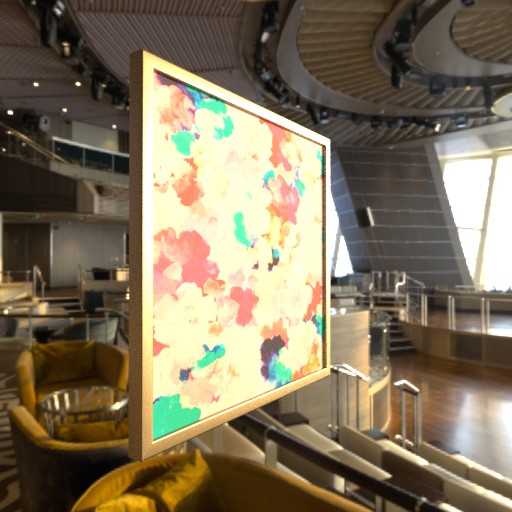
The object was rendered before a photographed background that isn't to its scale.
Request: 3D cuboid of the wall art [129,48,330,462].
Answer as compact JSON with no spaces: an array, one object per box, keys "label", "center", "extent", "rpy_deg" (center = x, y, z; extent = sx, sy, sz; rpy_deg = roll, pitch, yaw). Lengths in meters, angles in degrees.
[{"label":"wall art","center":[0.000,0.000,1.139],"extent":[0.036,0.765,0.767],"rpy_deg":[0,-1,36]}]
